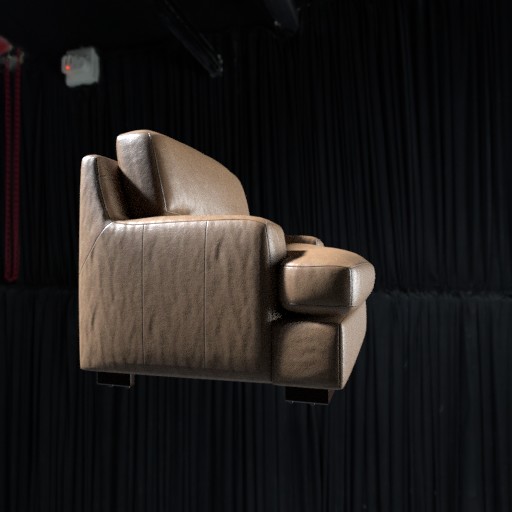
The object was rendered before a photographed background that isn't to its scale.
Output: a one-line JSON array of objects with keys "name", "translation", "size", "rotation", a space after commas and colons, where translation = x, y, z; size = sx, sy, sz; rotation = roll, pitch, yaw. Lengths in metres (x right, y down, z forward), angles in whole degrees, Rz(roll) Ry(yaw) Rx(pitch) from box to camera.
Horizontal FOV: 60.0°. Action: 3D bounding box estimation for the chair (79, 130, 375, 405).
[{"name": "chair", "translation": [0.000, 0.000, 2.061], "size": [1.050, 0.978, 1.276], "rotation": [0, -1, 17]}]
